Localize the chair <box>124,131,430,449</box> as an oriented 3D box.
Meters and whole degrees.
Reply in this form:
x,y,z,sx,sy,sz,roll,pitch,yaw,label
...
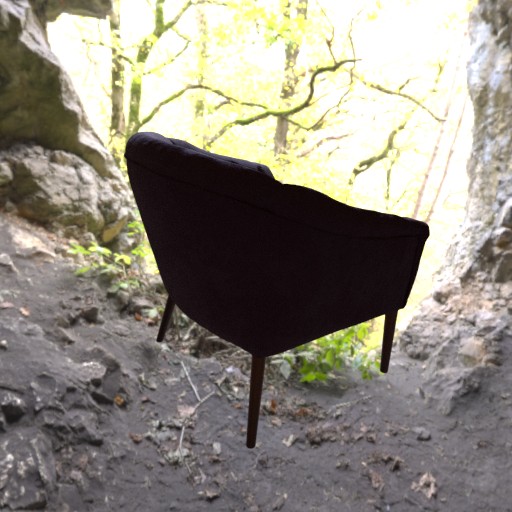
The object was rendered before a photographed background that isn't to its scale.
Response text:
x,y,z,sx,sy,sz,roll,pitch,yaw,label
0.000,0.000,1.524,0.776,0.885,0.851,-18,32,-32,chair
